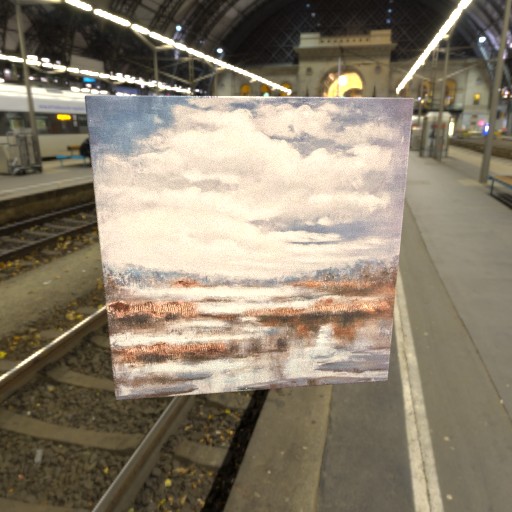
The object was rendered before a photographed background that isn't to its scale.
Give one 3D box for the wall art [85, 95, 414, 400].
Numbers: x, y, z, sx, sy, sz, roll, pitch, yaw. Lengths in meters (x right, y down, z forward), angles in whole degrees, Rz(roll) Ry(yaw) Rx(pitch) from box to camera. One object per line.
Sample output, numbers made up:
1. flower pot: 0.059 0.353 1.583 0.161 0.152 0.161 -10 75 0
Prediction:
1. wall art: 0.000 0.000 1.327 0.888 0.897 0.035 -2 16 -7
